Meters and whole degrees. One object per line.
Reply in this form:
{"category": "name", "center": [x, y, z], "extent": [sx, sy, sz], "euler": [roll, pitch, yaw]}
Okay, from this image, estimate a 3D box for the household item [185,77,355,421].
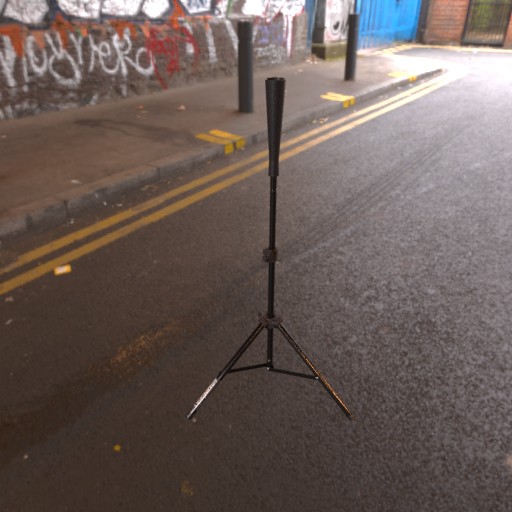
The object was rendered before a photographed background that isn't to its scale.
{"category": "household item", "center": [0.000, 0.000, 1.412], "extent": [0.559, 1.067, 0.559], "euler": [-7, 31, -12]}
